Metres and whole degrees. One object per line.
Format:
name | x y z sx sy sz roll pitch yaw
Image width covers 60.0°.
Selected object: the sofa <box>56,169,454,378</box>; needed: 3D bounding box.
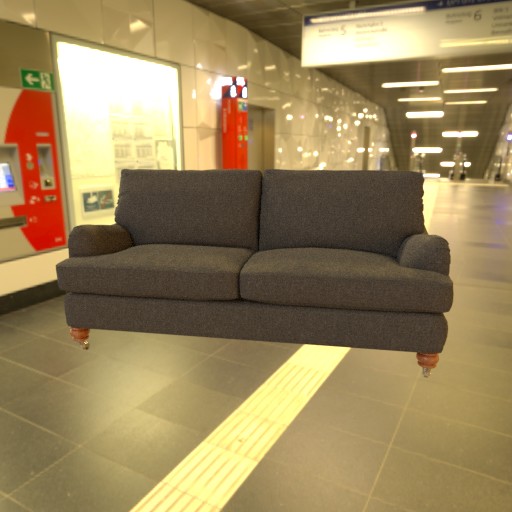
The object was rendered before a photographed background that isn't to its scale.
sofa | 0.000 0.000 2.794 2.160 1.054 1.087 2 14 9
